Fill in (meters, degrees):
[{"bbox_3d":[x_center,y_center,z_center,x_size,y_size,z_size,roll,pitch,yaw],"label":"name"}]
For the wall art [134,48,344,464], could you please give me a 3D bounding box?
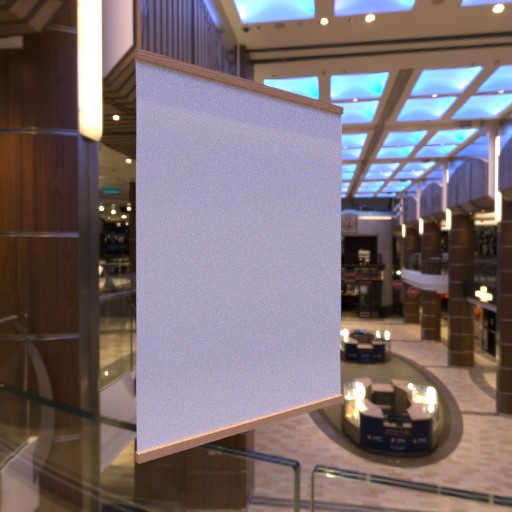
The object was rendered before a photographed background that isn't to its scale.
[{"bbox_3d":[0.000,0.000,1.314,0.739,1.016,0.020,-1,1,-37],"label":"wall art"}]
